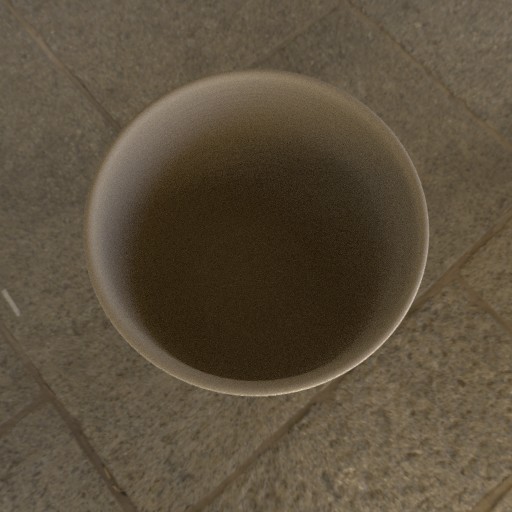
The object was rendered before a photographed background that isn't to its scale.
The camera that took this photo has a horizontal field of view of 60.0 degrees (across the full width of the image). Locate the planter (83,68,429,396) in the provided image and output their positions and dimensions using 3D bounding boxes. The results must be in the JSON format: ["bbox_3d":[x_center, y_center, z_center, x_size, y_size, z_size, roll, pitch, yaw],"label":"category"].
[{"bbox_3d":[0.000,0.000,0.290,0.169,0.153,0.169,0,75,0],"label":"planter"}]
